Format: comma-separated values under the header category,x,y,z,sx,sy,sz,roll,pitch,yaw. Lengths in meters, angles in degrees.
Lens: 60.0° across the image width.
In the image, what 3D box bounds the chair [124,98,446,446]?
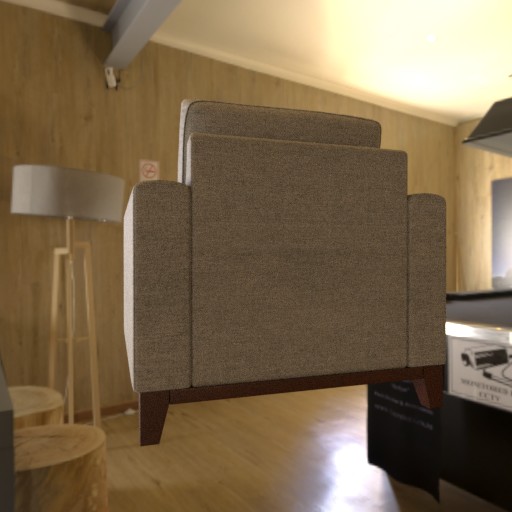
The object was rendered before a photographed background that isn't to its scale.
category,x,y,z,sx,sy,sz,roll,pitch,yaw
chair,0.000,0.000,1.822,1.024,1.010,1.038,0,0,-18
